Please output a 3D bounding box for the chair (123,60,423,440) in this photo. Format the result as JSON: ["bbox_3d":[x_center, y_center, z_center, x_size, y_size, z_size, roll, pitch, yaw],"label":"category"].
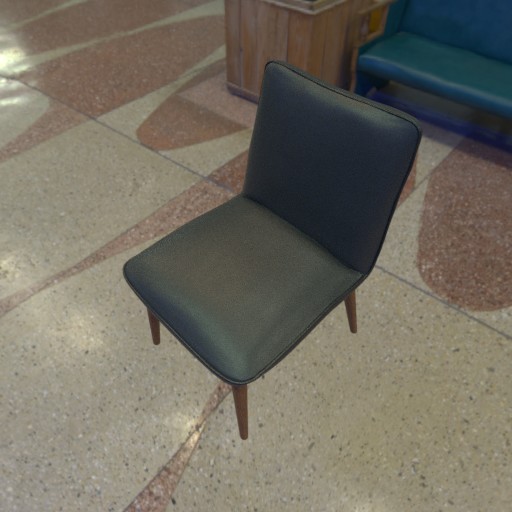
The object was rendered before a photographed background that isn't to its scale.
[{"bbox_3d":[0.000,0.000,1.236,0.543,0.801,0.645,33,55,27],"label":"chair"}]
